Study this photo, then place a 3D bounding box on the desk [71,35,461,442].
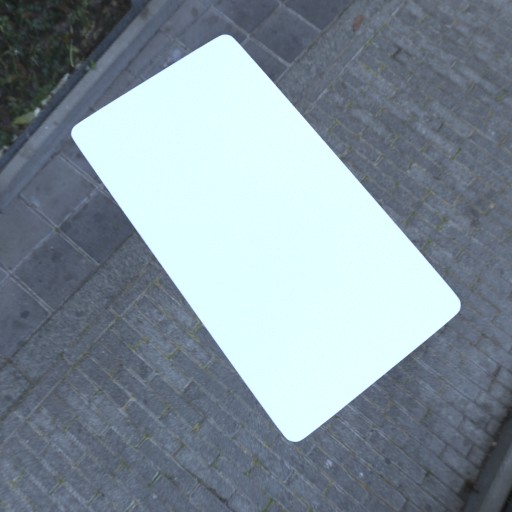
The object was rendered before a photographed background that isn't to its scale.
[{"bbox_3d":[0.000,0.000,1.369,0.475,0.763,0.877,-36,78,-9],"label":"desk"}]
